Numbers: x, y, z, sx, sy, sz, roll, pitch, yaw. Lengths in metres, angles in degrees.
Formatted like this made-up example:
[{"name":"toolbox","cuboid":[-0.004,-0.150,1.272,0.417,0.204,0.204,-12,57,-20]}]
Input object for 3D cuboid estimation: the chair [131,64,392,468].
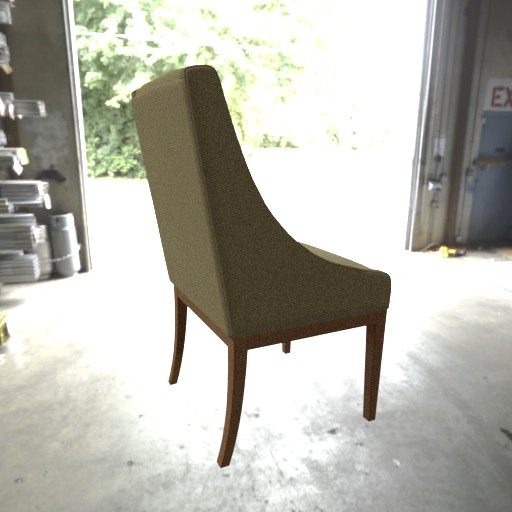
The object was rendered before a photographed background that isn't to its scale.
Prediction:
[{"name":"chair","cuboid":[0.000,0.000,1.397,0.611,1.021,0.575,-7,16,-26]}]
